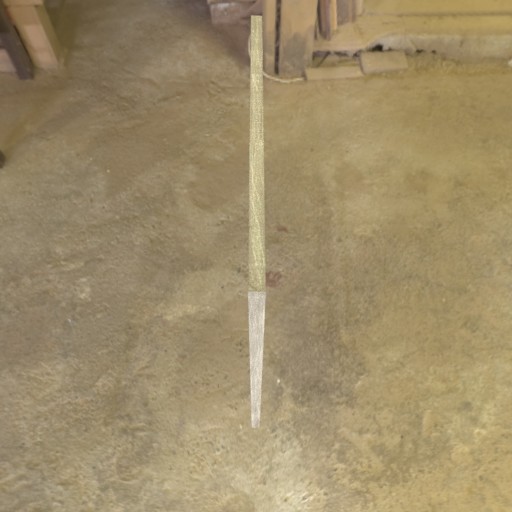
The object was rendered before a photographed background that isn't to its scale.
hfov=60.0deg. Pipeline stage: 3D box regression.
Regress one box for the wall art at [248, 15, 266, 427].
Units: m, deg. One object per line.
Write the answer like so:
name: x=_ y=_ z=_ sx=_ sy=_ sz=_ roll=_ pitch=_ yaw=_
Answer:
wall art: x=0.000 y=0.000 z=1.335 sx=0.035 sy=1.022 sz=0.781 roll=0 pitch=58 yaw=0
